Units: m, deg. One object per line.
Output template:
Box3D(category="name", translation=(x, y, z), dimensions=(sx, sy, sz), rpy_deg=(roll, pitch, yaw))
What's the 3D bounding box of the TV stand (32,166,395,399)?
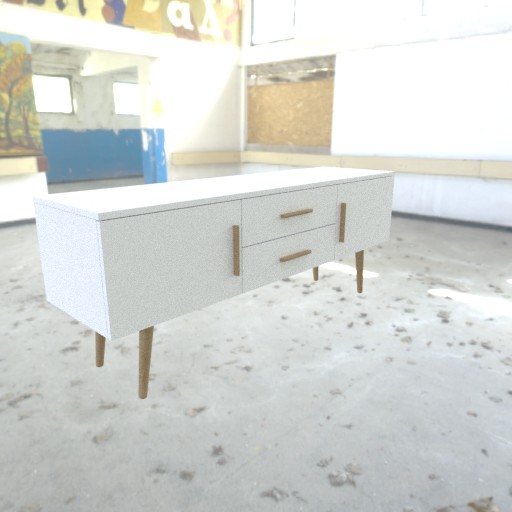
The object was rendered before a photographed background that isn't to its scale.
Box3D(category="TV stand", translation=(0.000, 0.000, 1.671), dimensions=(0.401, 0.560, 1.398), rpy_deg=(15, 22, 42))
